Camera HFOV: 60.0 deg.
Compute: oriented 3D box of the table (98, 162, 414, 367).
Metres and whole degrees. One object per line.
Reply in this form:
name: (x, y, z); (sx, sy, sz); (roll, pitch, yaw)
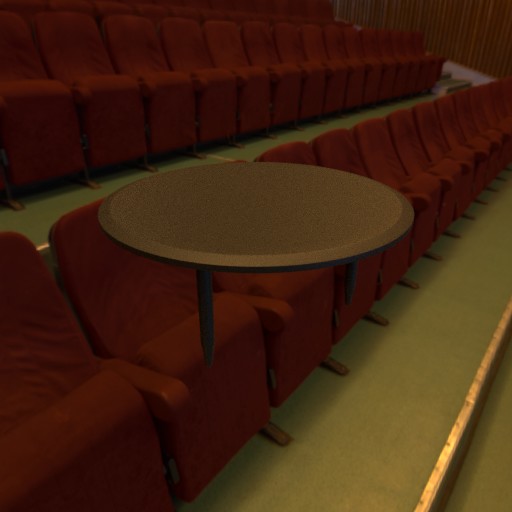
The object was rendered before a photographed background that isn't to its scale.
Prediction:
table: (0.000, 0.000, 1.405); (0.900, 0.400, 0.900); (0, 25, 0)
